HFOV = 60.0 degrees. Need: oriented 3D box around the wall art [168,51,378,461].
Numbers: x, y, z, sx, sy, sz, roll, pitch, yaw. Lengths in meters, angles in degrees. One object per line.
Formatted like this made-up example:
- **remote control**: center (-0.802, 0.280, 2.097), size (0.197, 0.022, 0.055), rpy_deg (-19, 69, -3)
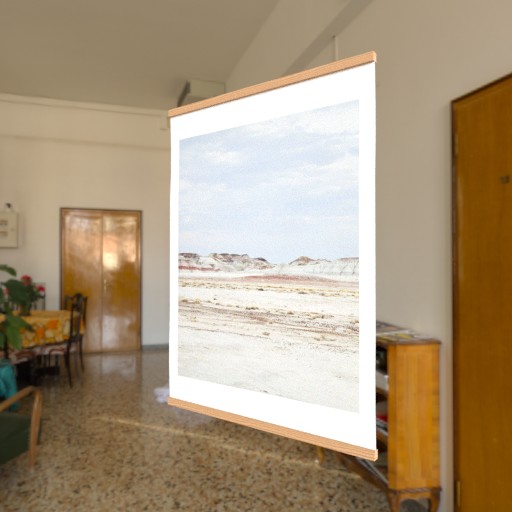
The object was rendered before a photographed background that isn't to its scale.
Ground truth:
- **wall art**: center (0.000, 0.000, 1.324), size (0.739, 1.016, 0.020), rpy_deg (0, -1, 36)
